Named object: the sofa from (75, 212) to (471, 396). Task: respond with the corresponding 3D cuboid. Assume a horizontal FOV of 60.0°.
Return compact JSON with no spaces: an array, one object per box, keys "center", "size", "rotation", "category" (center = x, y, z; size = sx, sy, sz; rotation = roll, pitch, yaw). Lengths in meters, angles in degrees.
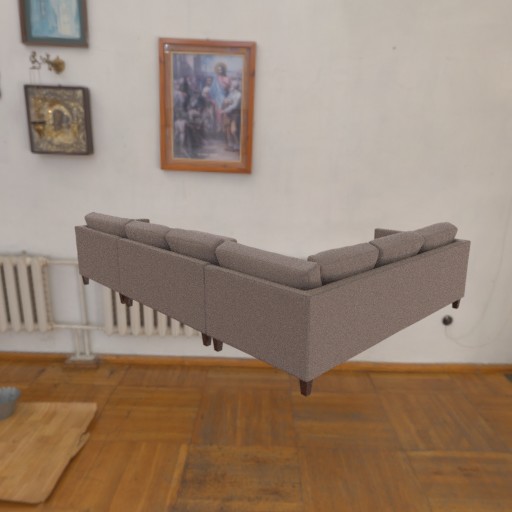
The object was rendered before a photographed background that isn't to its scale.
[{"center":[0.000,0.000,4.681],"size":[2.424,0.865,3.438],"rotation":[-13,18,-42],"category":"sofa"}]
